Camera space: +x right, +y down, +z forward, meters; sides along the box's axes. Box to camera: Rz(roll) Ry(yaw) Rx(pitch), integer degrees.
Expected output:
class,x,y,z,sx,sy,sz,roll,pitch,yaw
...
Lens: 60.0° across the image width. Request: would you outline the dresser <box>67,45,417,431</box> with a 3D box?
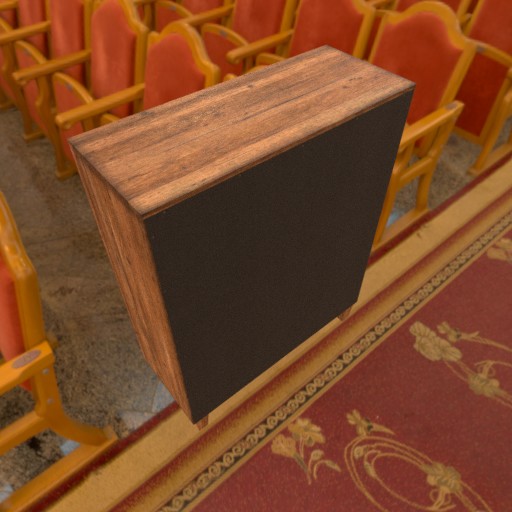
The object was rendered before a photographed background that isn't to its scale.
class,x,y,z,sx,sy,sz,roll,pitch,yaw
dresser,0.000,0.000,1.895,1.067,1.359,0.438,-31,54,-26
